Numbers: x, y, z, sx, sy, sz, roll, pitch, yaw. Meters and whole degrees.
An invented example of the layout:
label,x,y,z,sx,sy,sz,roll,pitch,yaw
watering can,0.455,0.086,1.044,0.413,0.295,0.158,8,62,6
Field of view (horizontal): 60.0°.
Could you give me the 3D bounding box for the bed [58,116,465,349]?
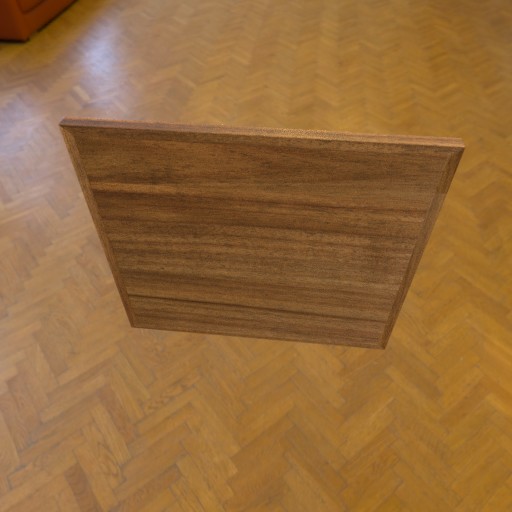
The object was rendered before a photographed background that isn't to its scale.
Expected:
label,x,y,z,sx,sy,sz,roll,pitch,yaw
bed,0.000,0.000,1.483,1.041,0.940,0.043,4,47,4
